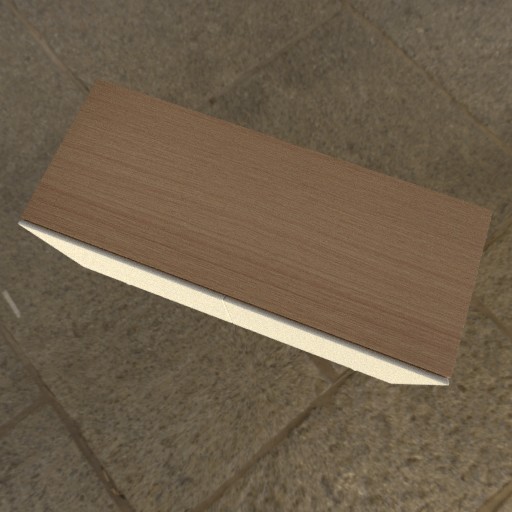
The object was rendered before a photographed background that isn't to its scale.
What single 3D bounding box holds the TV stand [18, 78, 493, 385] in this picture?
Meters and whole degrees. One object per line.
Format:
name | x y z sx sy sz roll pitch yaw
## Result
TV stand | 0.000 0.000 1.315 0.991 0.660 0.407 20 75 5
